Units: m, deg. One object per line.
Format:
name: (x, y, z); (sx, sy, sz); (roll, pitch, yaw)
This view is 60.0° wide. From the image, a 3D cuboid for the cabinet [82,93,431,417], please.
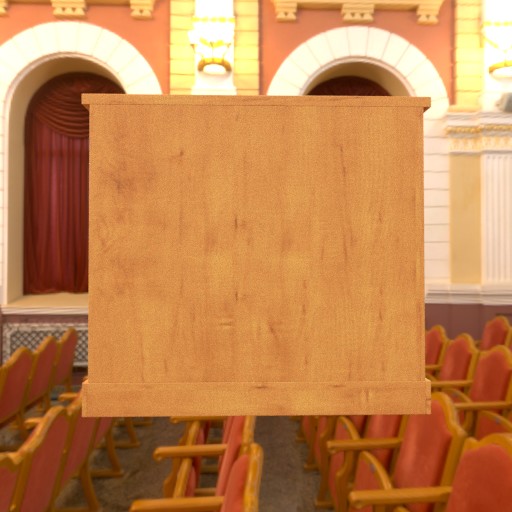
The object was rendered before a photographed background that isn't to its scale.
cabinet: (0.000, 0.000, 1.385); (0.920, 0.840, 0.450); (0, -1, -1)
